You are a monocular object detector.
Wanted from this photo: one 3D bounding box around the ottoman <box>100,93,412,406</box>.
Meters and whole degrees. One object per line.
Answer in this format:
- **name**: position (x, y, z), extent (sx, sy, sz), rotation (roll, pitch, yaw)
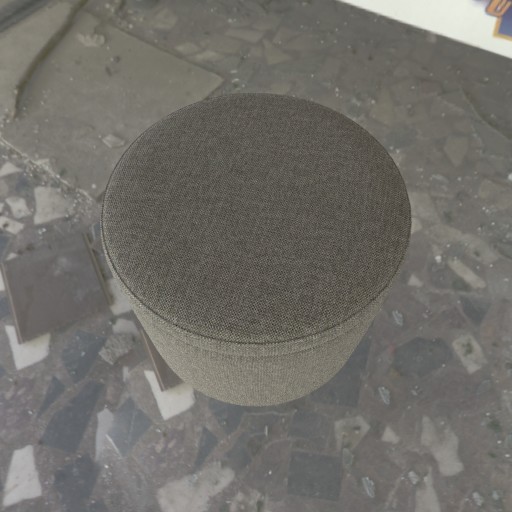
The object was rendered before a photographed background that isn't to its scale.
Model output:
- **ottoman**: position (0.000, 0.000, 0.902), extent (0.520, 0.430, 0.520), rotation (0, 60, 0)
